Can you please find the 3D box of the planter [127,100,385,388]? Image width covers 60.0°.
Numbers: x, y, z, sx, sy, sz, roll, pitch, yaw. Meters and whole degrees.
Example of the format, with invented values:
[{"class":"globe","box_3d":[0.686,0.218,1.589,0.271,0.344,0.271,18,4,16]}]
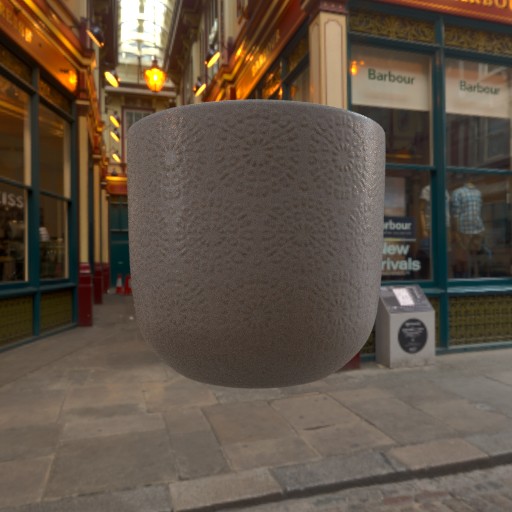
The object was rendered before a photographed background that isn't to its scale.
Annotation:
[{"class":"planter","box_3d":[0.000,0.000,0.371,0.208,0.190,0.208,0,0,0]}]
